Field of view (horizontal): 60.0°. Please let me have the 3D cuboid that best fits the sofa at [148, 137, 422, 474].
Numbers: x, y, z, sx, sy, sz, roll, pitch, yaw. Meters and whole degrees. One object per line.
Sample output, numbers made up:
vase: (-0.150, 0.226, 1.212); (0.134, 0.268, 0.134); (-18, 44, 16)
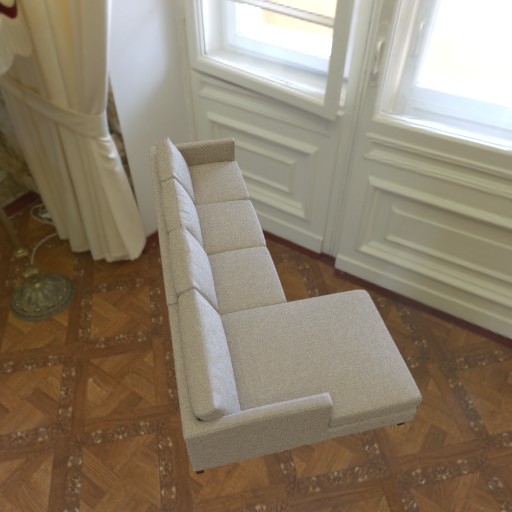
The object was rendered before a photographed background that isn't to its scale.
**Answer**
sofa: (0.000, 0.000, 3.949); (1.625, 0.846, 3.186); (-10, 47, -9)
